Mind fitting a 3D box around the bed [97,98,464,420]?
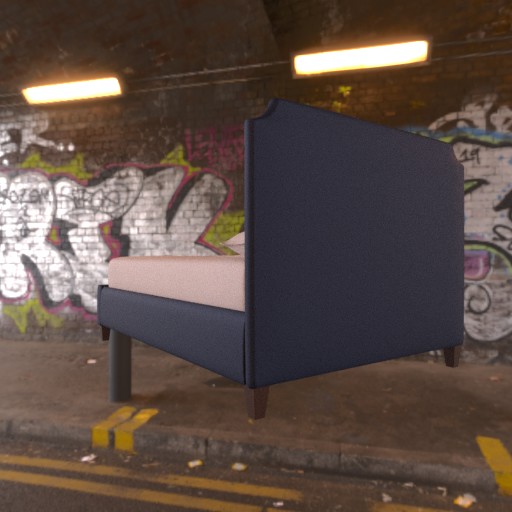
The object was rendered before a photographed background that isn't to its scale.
[{"bbox_3d":[0.000,0.000,3.337,1.712,1.443,2.372,0,0,-36],"label":"bed"}]
